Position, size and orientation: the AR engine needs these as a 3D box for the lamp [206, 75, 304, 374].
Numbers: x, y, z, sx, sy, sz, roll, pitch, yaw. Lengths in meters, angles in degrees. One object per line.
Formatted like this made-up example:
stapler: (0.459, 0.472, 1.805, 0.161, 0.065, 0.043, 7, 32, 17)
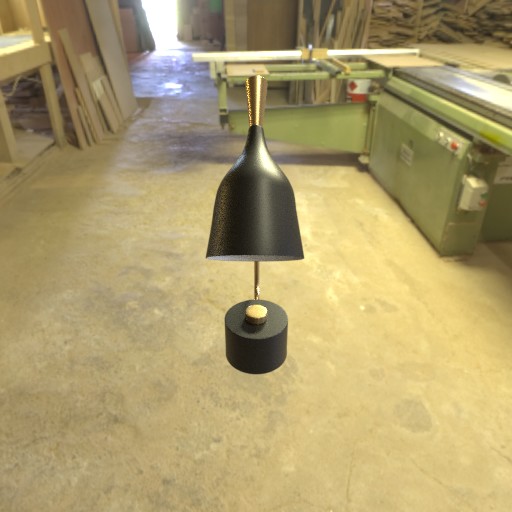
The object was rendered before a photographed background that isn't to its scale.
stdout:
lamp: (0.000, 0.000, 0.629, 0.110, 0.464, 0.352, 0, 30, 0)
